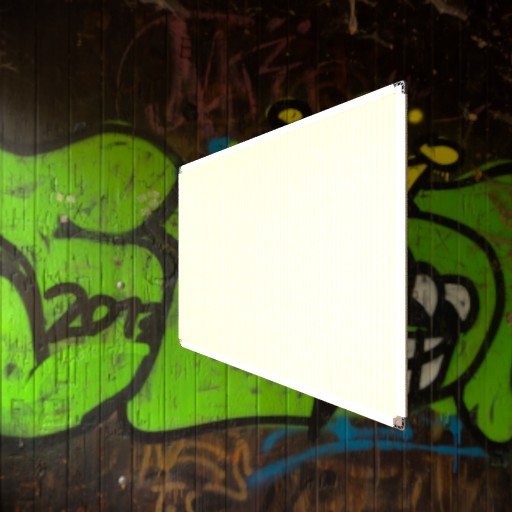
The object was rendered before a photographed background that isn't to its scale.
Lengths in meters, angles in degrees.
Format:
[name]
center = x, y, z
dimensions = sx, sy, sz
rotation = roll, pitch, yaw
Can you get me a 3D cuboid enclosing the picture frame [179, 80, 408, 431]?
[picture frame]
center = 0.000, 0.000, 1.123
dimensions = 0.010, 0.600, 0.900
rotation = 0, 0, -35
